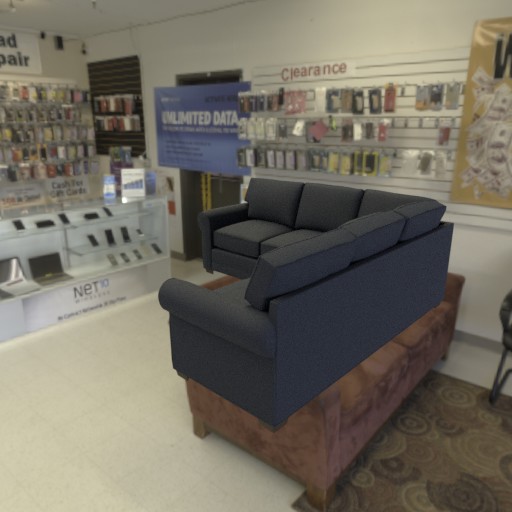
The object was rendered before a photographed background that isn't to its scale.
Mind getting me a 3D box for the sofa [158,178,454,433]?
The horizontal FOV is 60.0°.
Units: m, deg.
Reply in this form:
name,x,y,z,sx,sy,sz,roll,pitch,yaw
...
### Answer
name,x,y,z,sx,sy,sz,roll,pitch,yaw
sofa,0.000,0.000,3.953,2.487,1.042,2.562,15,23,40
